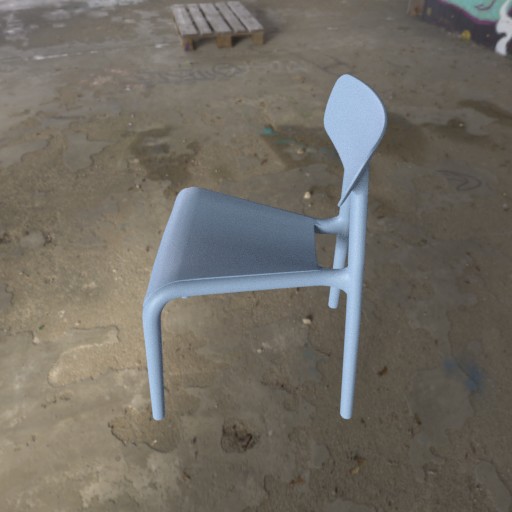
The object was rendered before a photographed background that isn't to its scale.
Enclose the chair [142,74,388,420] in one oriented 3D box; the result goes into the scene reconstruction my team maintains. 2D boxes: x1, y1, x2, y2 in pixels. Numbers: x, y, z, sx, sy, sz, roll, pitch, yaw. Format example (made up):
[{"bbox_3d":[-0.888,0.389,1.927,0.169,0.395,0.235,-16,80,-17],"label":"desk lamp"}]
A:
[{"bbox_3d":[0.000,0.000,0.822,0.401,0.580,0.356,2,41,2],"label":"chair"}]
